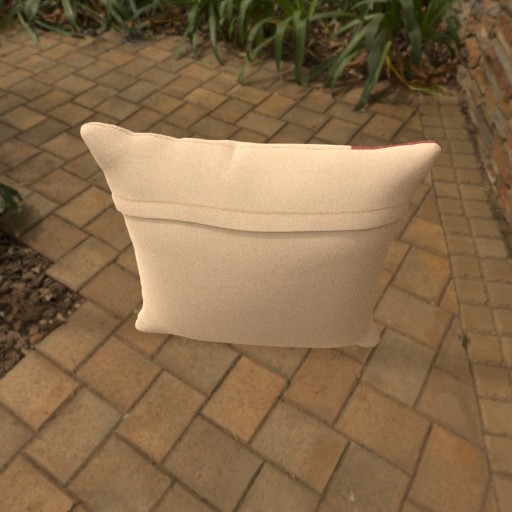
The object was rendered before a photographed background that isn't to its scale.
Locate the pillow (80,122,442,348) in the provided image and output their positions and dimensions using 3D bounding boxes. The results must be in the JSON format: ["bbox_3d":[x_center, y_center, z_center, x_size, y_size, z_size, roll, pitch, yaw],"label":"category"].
[{"bbox_3d":[0.000,0.000,0.797,0.536,0.506,0.229,3,46,3],"label":"pillow"}]
